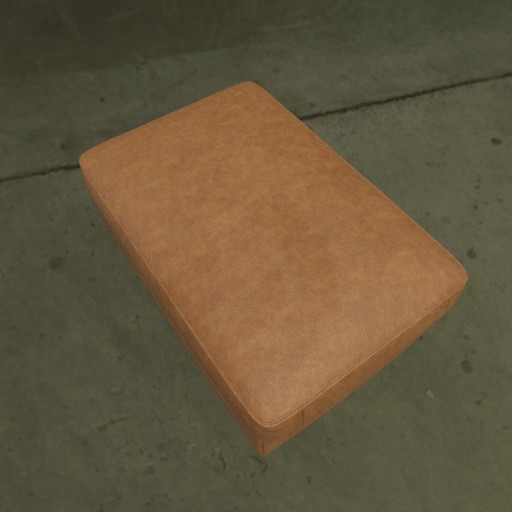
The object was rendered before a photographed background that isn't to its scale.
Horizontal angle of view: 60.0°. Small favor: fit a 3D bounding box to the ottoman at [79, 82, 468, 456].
[{"bbox_3d":[0.000,0.000,1.203,0.584,0.483,0.864,-31,62,-18],"label":"ottoman"}]
